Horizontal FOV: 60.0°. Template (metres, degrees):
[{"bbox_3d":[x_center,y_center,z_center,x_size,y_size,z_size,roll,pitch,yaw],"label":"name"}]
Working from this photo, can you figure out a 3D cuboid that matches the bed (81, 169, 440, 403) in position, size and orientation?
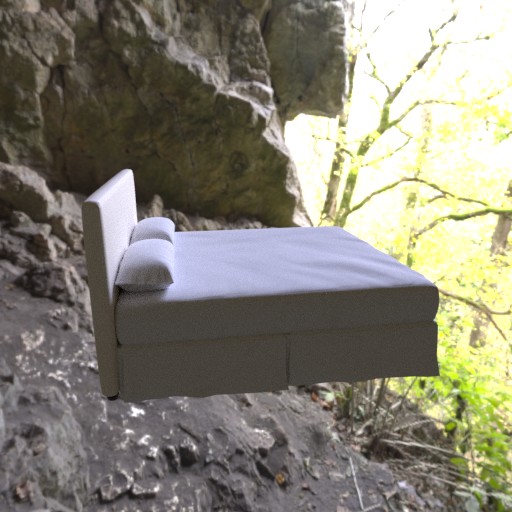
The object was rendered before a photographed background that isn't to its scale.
[{"bbox_3d":[0.000,0.000,3.737,2.341,1.317,2.119,-3,16,-10],"label":"bed"}]
